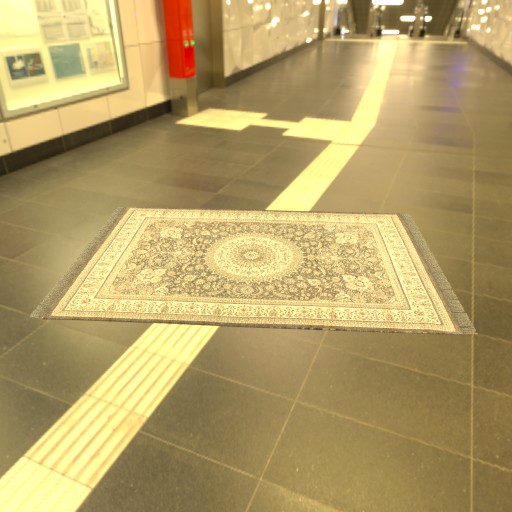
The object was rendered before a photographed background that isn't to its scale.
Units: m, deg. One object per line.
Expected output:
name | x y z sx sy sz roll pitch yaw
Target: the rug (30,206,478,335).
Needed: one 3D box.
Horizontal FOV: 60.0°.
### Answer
rug | 0.000 0.000 4.278 3.422 0.015 2.143 2 30 3
